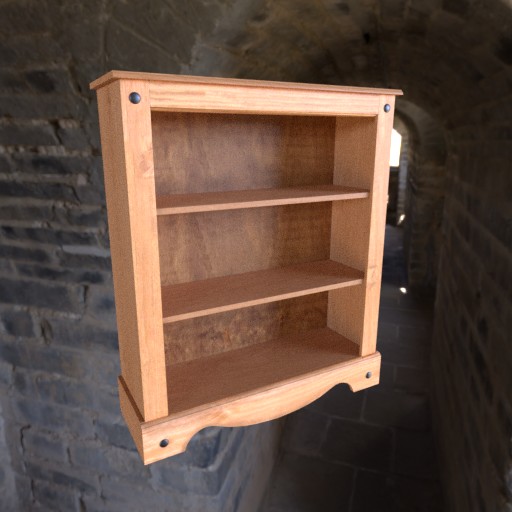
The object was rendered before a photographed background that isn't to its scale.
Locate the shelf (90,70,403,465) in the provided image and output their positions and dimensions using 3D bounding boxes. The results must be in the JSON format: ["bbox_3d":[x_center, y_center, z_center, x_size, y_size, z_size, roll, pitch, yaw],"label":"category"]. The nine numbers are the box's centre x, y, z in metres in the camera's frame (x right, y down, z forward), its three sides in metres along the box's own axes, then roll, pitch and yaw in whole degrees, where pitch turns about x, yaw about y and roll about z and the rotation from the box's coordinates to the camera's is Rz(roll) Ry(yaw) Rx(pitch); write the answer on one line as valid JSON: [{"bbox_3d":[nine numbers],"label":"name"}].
[{"bbox_3d":[0.000,0.000,1.367,0.840,0.980,0.291,-8,17,-28],"label":"shelf"}]
